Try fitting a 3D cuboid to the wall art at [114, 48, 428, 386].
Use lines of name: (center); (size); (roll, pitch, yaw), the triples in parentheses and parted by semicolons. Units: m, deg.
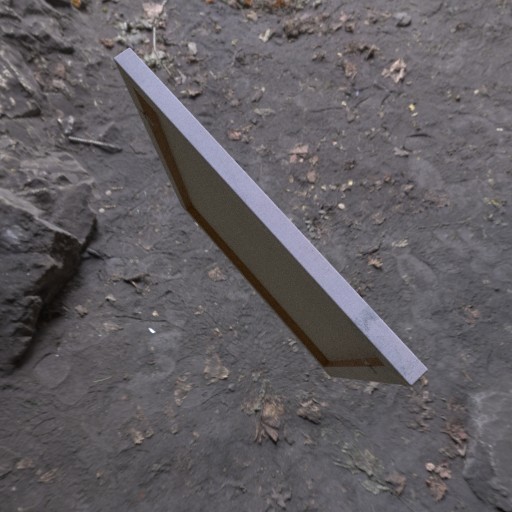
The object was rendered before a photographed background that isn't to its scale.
wall art: (0.000, 0.000, 1.113); (0.041, 0.762, 0.762); (-40, 79, -9)
